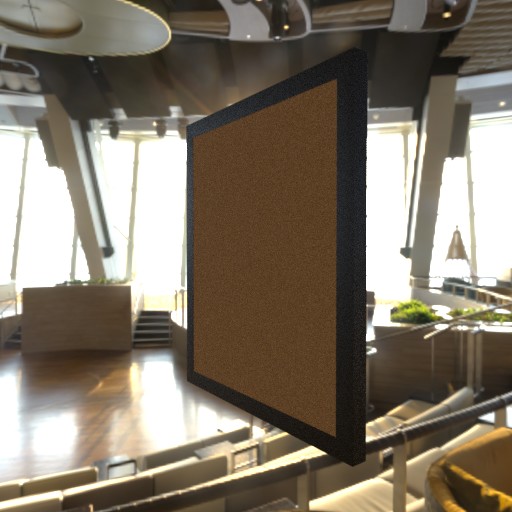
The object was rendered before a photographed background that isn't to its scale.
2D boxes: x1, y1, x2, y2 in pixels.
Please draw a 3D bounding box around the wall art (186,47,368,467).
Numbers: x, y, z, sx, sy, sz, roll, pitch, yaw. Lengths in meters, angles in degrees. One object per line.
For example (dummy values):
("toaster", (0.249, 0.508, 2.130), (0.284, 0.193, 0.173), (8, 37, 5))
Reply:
("wall art", (0.000, 0.000, 0.718), (0.025, 0.508, 0.432), (-1, 1, -36))
